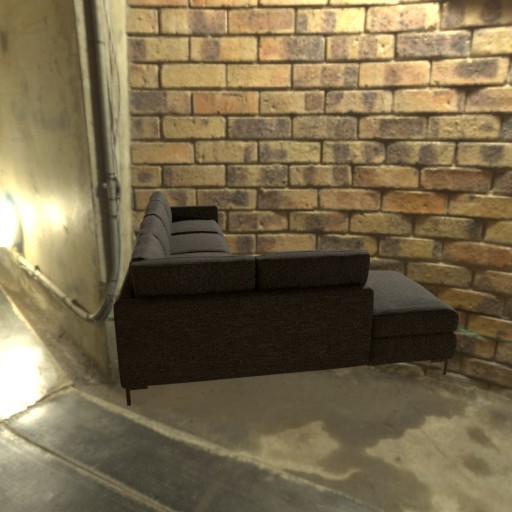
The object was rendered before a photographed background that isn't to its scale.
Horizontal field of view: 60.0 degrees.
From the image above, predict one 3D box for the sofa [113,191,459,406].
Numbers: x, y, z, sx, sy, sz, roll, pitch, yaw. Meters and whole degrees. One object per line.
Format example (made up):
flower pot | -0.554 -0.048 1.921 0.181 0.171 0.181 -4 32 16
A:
sofa | 0.000 0.000 3.865 2.007 0.815 2.949 -3 17 -9
